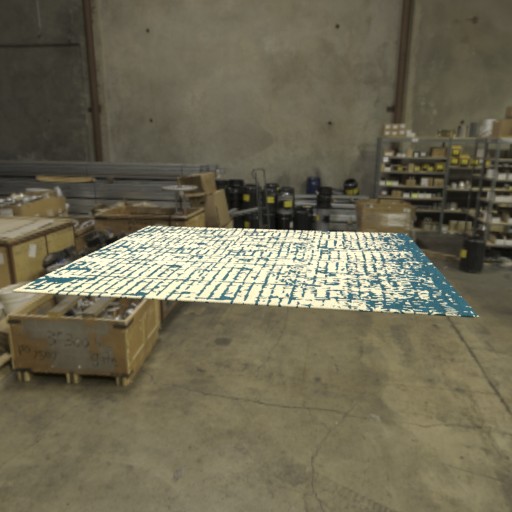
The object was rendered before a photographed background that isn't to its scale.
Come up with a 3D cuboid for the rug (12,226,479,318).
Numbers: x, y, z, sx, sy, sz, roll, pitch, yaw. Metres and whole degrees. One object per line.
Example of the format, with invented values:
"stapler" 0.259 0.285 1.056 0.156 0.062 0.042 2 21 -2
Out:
"rug" 0.000 0.000 3.972 3.017 0.014 2.416 2 15 8
